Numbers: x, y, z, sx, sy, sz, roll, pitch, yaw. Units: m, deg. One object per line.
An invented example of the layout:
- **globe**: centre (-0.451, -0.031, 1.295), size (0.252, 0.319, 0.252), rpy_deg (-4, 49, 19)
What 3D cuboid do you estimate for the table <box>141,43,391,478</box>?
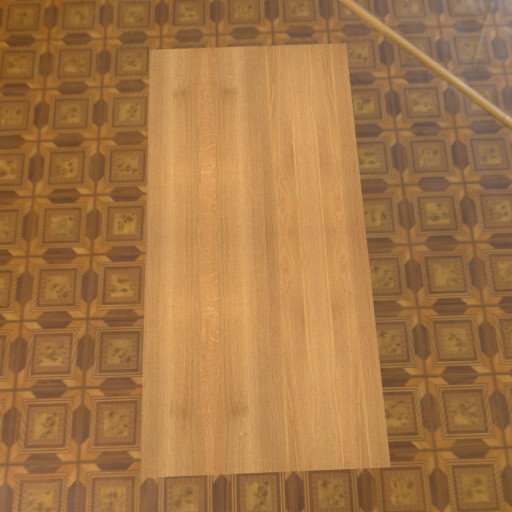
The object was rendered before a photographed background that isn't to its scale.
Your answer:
- **table**: centre (0.000, 0.000, 2.180), size (0.900, 0.750, 1.800), rpy_deg (-2, 76, -1)
